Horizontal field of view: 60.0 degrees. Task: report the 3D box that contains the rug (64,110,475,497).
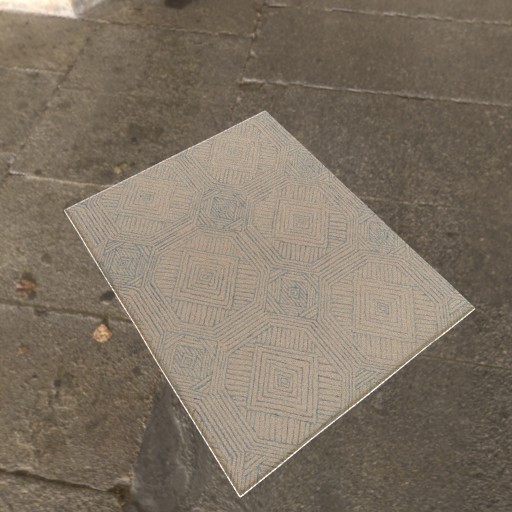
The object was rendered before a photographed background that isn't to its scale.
[{"bbox_3d":[0.000,0.000,4.076,2.457,0.015,3.049,-31,64,-18],"label":"rug"}]
